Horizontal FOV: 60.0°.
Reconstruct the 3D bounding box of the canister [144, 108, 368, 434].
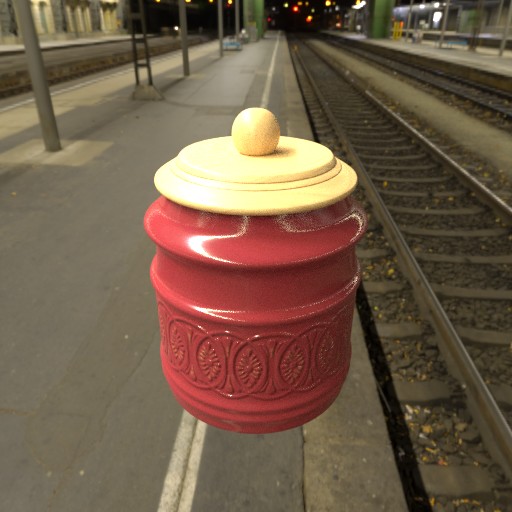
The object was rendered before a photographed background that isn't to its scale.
[{"bbox_3d":[0.000,0.000,0.276,0.130,0.176,0.130,0,28,0],"label":"canister"}]
